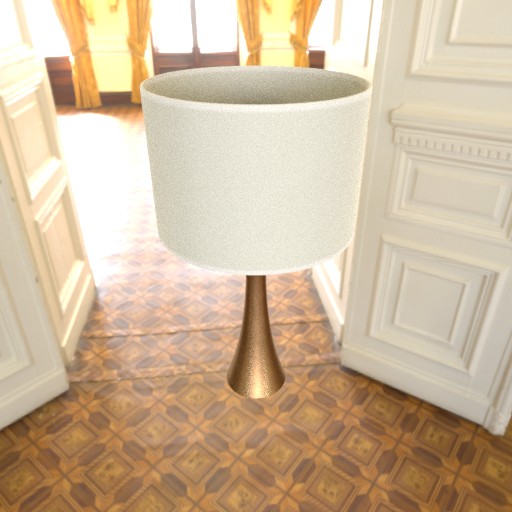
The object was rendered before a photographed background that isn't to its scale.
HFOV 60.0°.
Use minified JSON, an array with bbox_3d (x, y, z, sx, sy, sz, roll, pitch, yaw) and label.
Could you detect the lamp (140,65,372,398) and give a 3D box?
[{"bbox_3d":[0.000,0.000,0.644,0.268,0.479,0.268,22,37,32],"label":"lamp"}]
